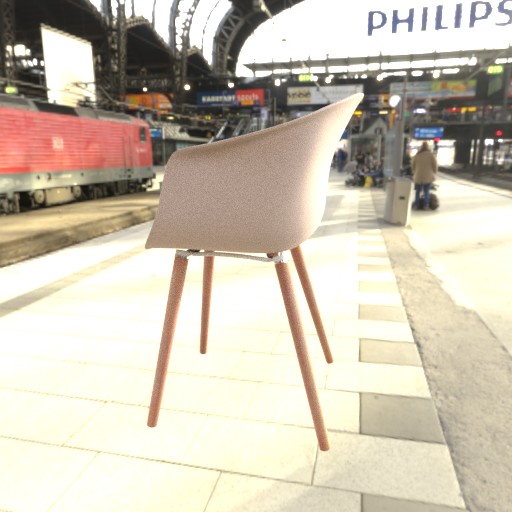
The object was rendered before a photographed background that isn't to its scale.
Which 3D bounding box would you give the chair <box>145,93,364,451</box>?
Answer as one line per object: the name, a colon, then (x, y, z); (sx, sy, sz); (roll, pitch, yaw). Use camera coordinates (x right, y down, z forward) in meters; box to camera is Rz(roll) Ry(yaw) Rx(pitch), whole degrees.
chair: (0.000, 0.000, 1.153); (0.504, 0.781, 0.593); (2, 13, 10)
